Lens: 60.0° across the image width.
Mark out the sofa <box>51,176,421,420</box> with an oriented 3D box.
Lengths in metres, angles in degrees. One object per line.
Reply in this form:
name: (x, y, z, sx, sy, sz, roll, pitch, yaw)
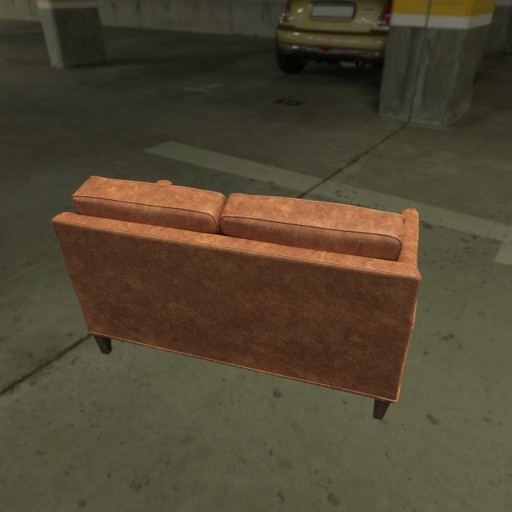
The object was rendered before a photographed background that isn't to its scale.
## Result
sofa: (0.000, 0.000, 2.302, 1.597, 1.003, 1.084, 9, 33, 14)
